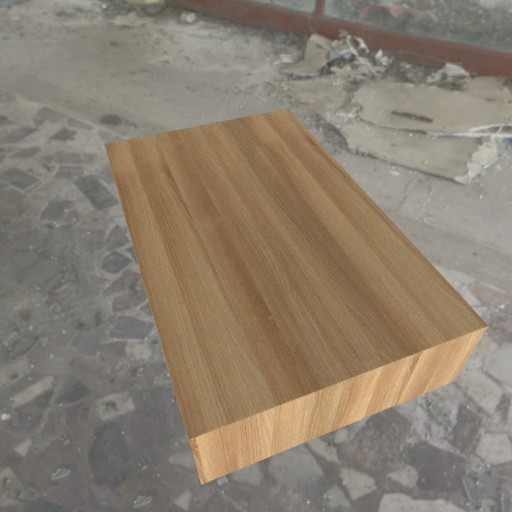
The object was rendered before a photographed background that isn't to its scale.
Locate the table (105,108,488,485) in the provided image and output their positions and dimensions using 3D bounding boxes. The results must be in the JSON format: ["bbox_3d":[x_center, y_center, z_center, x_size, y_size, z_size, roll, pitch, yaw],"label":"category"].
[{"bbox_3d":[0.000,0.000,1.390,0.700,0.330,1.100,-16,48,-15],"label":"table"}]
